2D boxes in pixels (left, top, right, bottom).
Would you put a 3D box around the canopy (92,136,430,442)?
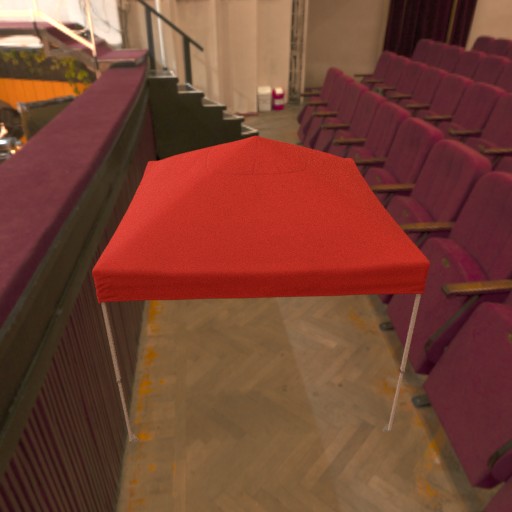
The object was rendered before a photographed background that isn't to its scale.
[{"bbox_3d":[0.000,0.000,5.532,2.996,2.997,2.998,-1,30,-2],"label":"canopy"}]
